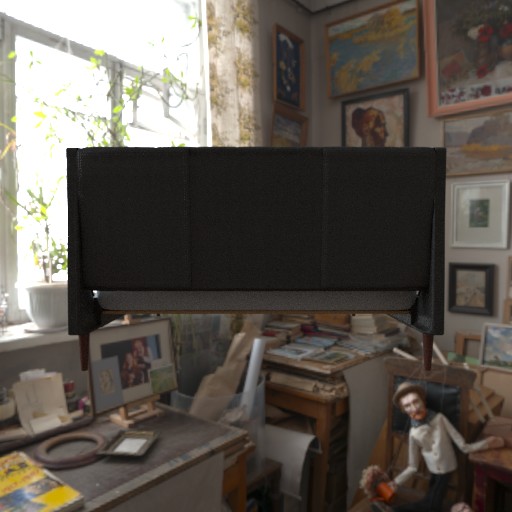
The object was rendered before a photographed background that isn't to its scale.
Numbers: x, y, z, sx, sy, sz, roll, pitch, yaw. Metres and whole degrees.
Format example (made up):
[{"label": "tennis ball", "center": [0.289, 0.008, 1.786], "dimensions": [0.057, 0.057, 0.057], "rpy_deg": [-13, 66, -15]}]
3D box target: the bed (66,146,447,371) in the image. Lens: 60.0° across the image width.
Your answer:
[{"label": "bed", "center": [0.000, 0.000, 3.219], "dimensions": [1.903, 1.158, 2.031], "rpy_deg": [0, 2, 0]}]
